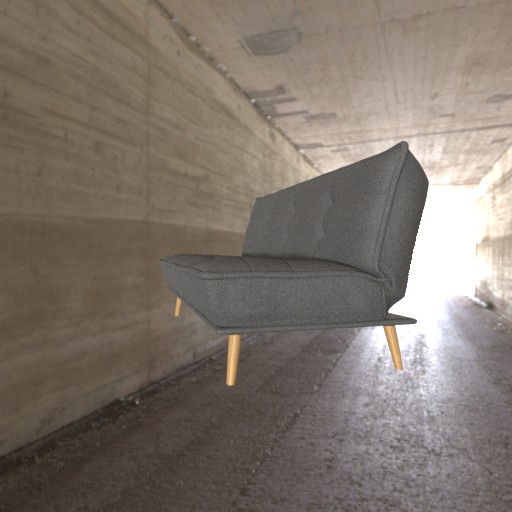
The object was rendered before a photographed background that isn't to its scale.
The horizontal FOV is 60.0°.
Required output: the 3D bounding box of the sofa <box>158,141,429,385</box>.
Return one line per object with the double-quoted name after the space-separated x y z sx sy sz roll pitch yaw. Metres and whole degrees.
0.000 0.000 2.490 0.950 0.890 1.940 0 1 -17 "sofa"
